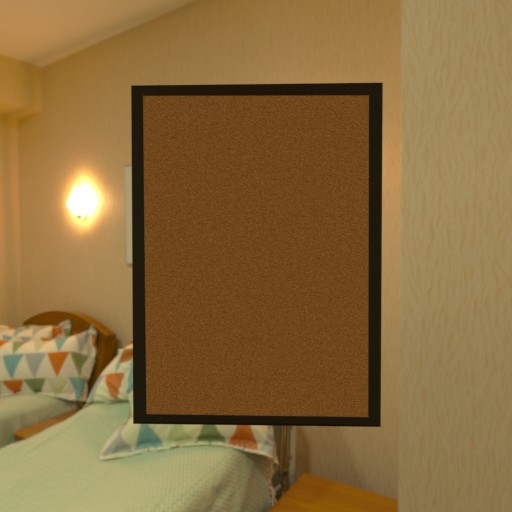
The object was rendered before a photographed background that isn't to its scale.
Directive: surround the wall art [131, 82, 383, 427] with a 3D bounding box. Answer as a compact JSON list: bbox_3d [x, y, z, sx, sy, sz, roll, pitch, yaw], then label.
[{"bbox_3d":[0.000,0.000,0.861,0.480,0.657,0.016,0,1,2],"label":"wall art"}]
